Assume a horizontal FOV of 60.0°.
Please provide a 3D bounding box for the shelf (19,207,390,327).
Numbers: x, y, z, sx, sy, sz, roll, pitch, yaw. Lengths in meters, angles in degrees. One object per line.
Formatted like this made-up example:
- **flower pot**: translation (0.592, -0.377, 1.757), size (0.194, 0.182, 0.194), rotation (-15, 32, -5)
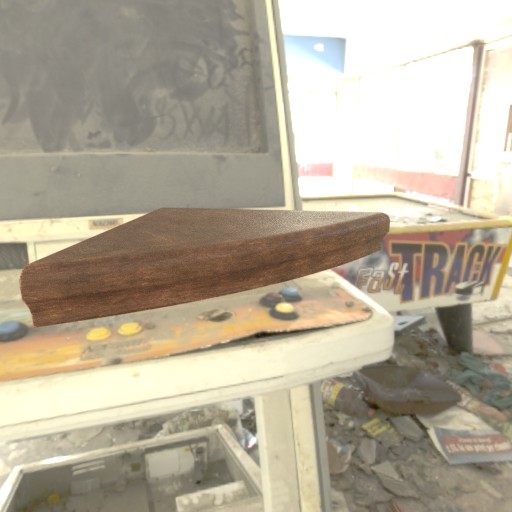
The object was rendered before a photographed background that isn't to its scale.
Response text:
- **shelf**: translation (0.000, 0.000, 0.455), size (0.310, 0.050, 0.310), rotation (2, 15, 8)
